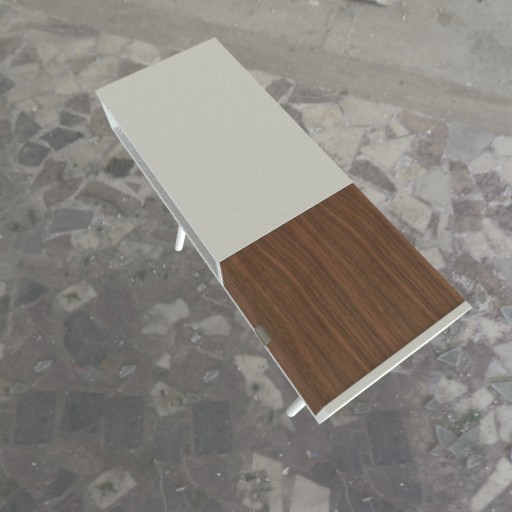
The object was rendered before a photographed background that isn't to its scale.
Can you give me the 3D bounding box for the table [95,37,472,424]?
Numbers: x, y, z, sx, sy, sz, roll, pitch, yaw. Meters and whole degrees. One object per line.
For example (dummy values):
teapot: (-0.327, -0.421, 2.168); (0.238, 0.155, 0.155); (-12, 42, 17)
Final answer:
table: (0.000, 0.000, 1.463); (0.418, 0.785, 1.066); (-31, 67, -15)
